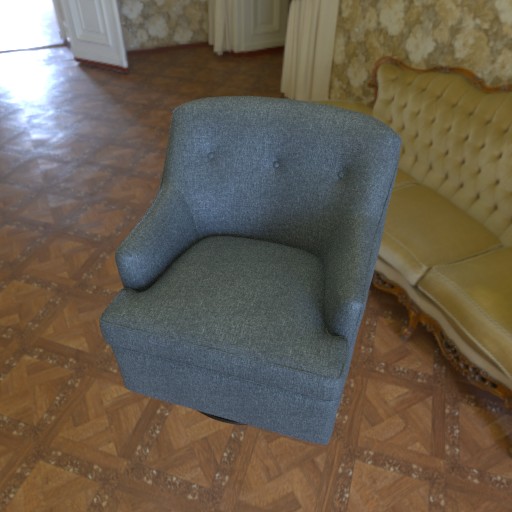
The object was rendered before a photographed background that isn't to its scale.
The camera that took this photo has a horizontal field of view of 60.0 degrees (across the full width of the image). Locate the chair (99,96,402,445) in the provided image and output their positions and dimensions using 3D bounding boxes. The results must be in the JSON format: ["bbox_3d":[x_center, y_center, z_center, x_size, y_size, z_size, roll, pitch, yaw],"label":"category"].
[{"bbox_3d":[0.000,0.000,1.619,0.864,0.856,0.923,11,41,13],"label":"chair"}]
